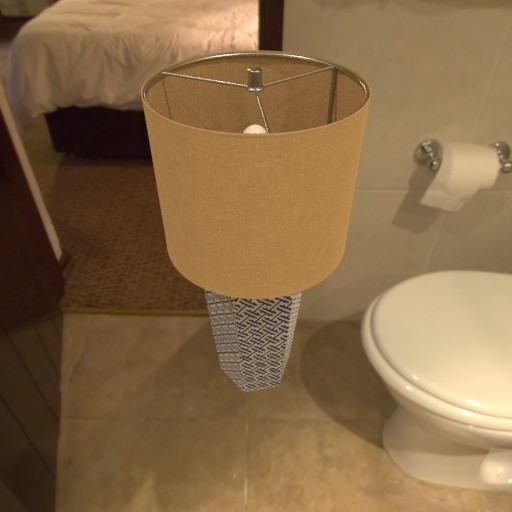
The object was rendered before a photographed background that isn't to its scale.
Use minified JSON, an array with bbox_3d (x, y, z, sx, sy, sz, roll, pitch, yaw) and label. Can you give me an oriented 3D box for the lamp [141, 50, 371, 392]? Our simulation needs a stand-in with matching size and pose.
[{"bbox_3d":[0.000,0.000,0.837,0.320,0.682,0.320,-26,47,-27],"label":"lamp"}]
